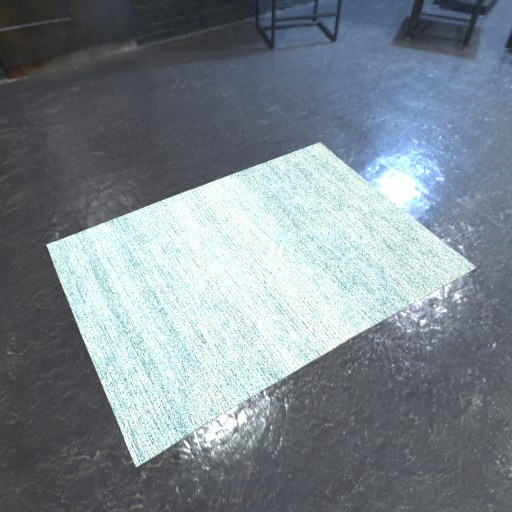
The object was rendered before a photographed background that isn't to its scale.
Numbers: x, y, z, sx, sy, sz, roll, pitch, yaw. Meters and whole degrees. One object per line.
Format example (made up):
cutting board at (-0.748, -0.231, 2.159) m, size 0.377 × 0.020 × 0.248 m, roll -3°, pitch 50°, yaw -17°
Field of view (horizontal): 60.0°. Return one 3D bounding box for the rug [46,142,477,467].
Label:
rug at (0.000, 0.000, 2.838) m, size 2.260 × 0.026 × 1.611 m, roll -24°, pitch 53°, yaw -20°
